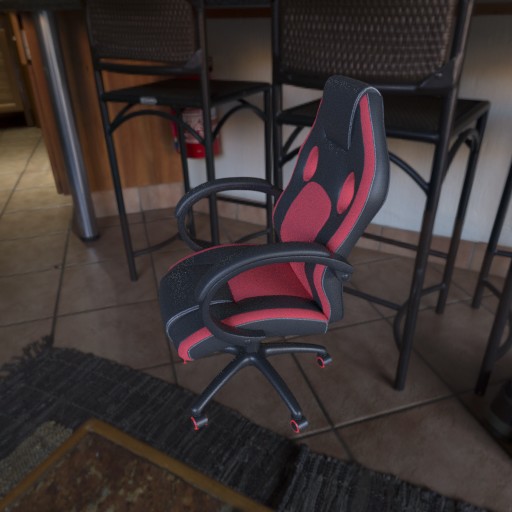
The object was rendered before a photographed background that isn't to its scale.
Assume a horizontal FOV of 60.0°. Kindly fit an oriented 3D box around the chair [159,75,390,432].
[{"bbox_3d":[0.000,0.000,1.615,0.724,1.187,0.673,-7,30,-13],"label":"chair"}]
